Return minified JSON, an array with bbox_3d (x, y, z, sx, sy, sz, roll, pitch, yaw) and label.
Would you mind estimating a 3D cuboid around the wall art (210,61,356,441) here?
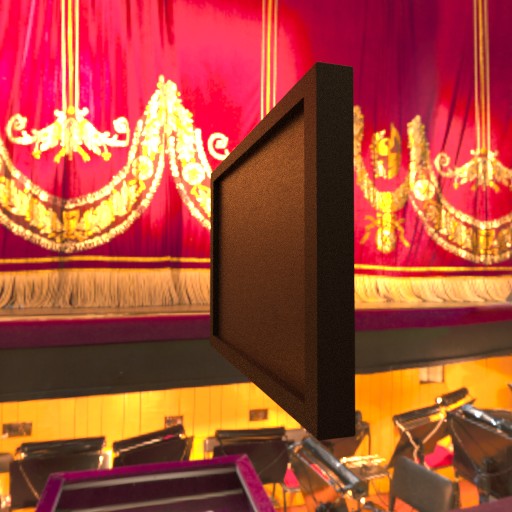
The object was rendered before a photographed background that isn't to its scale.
[{"bbox_3d":[0.000,0.000,0.860,0.051,0.456,0.671,0,-2,-17],"label":"wall art"}]
